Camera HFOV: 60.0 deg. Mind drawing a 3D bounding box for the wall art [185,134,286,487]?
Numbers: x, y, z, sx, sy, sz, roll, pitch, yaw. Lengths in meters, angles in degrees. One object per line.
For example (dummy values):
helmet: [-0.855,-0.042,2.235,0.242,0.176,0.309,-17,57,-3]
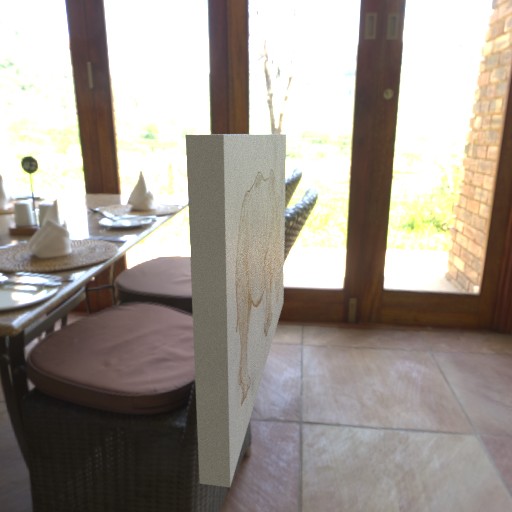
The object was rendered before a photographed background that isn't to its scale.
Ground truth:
wall art: [0.000,0.000,0.769,0.038,0.407,0.609,3,16,9]
